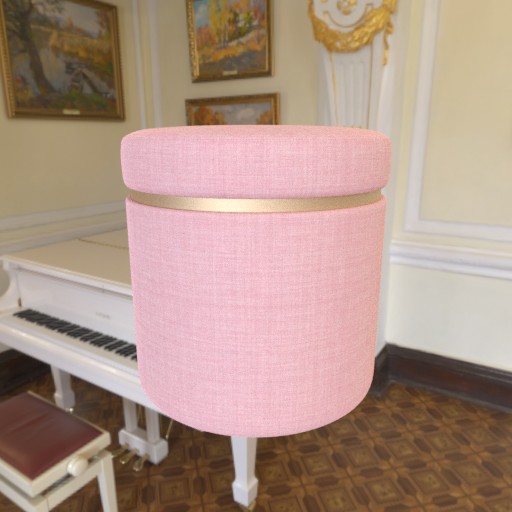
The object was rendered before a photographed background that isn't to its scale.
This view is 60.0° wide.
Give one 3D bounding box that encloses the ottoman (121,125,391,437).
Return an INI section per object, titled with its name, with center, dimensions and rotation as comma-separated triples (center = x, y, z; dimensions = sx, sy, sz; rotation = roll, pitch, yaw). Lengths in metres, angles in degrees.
[ottoman]
center = 0.000, 0.000, 0.725
dimensions = 0.400, 0.406, 0.400
rotation = 0, 15, 0
